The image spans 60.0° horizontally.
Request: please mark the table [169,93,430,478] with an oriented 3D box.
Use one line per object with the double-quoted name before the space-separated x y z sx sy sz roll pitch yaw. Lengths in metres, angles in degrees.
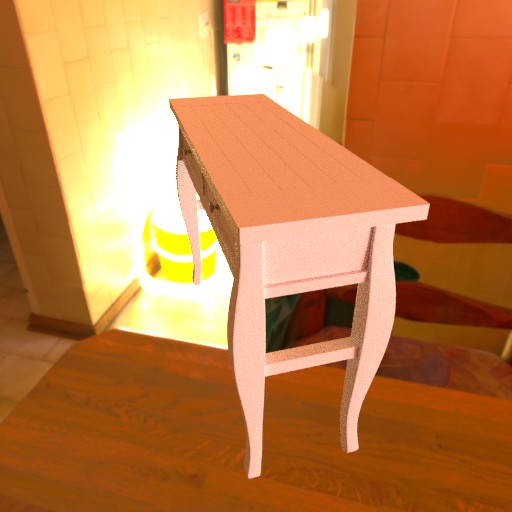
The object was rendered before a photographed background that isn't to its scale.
"table" 0.000 0.000 1.394 0.373 0.768 1.062 -8 32 -13
